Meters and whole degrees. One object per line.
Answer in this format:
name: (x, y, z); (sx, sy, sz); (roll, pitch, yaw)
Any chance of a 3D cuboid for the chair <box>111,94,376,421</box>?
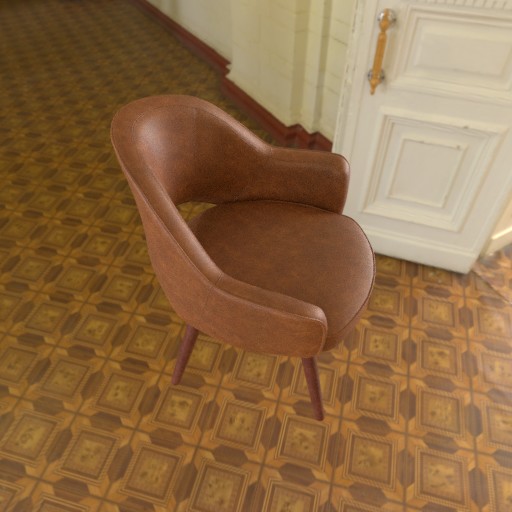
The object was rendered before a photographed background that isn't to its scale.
chair: (0.000, 0.000, 1.218); (0.640, 0.777, 0.591); (11, 47, 10)
